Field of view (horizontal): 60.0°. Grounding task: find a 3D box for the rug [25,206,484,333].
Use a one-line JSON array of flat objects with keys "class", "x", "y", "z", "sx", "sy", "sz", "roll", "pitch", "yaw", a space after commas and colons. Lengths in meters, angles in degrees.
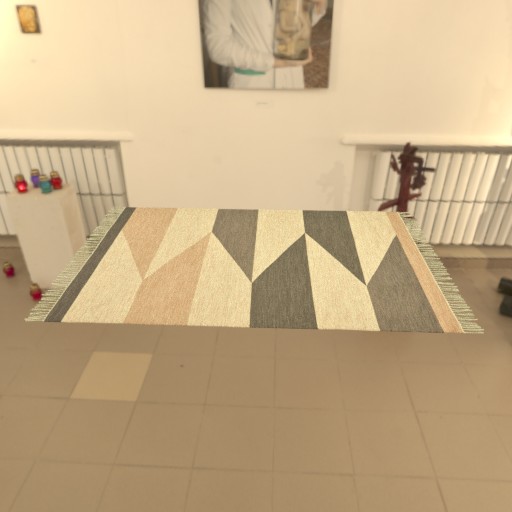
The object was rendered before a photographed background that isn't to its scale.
[{"class": "rug", "x": 0.000, "y": 0.000, "z": 2.445, "sx": 2.021, "sy": 0.027, "sz": 1.224, "roll": 1, "pitch": 31, "yaw": 2}]
